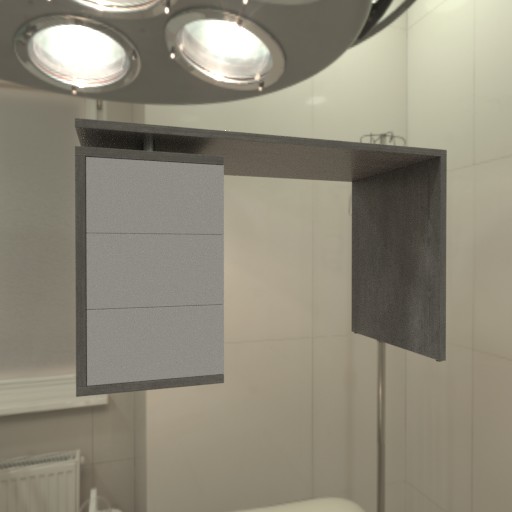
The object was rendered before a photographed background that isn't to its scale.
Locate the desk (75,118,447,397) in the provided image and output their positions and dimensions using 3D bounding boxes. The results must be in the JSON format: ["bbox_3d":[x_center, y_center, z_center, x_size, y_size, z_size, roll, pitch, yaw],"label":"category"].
[{"bbox_3d":[0.000,0.000,1.645,1.200,0.740,0.600,0,1,-18],"label":"desk"}]
